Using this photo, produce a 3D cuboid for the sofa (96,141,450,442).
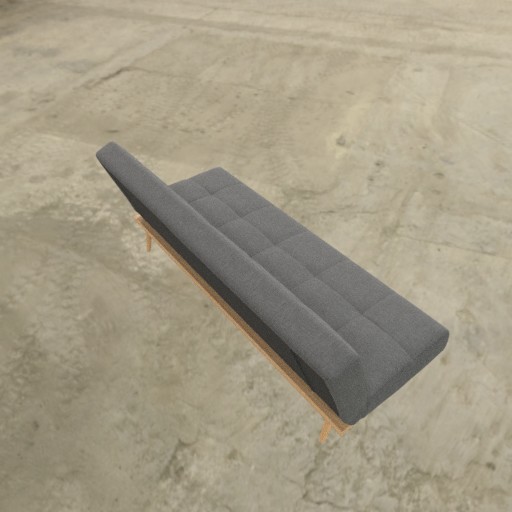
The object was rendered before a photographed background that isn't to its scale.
[{"bbox_3d":[0.000,0.000,2.274,0.820,0.770,1.820,-28,49,-27],"label":"sofa"}]
